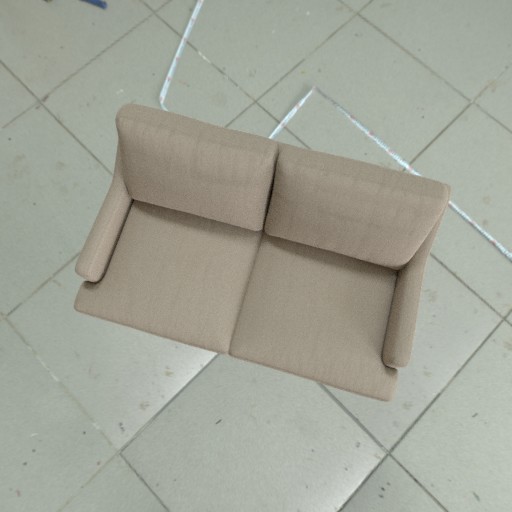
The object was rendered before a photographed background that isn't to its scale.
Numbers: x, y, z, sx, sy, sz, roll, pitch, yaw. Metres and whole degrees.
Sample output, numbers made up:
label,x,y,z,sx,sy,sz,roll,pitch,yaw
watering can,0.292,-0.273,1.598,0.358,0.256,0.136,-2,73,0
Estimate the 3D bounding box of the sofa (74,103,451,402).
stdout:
label,x,y,z,sx,sy,sz,roll,pitch,yaw
sofa,0.000,0.000,2.192,1.619,0.910,1.004,15,75,4
